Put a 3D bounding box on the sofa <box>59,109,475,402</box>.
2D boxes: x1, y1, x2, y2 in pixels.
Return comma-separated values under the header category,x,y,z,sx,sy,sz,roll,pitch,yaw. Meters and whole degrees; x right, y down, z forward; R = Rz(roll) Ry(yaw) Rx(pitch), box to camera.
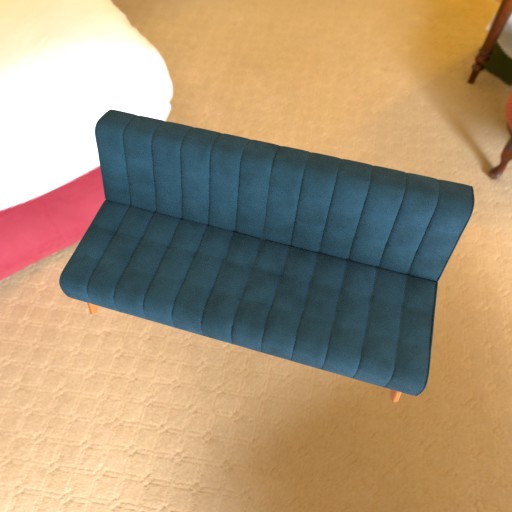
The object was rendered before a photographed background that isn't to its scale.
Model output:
category,x,y,z,sx,sy,sz,roll,pitch,yaw
sofa,0.000,0.000,2.253,1.804,0.813,0.855,14,60,8
